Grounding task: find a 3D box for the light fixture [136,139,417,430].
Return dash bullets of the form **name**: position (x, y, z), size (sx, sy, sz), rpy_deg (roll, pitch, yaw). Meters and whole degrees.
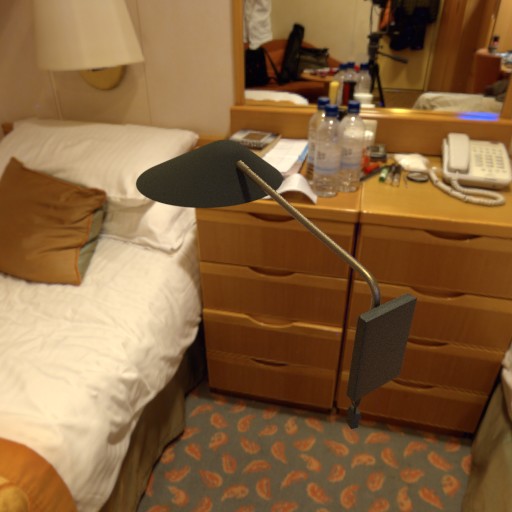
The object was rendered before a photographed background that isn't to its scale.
- **light fixture**: position (0.000, 0.000, 0.674), size (0.240, 0.312, 0.516), rpy_deg (-18, 35, -28)
